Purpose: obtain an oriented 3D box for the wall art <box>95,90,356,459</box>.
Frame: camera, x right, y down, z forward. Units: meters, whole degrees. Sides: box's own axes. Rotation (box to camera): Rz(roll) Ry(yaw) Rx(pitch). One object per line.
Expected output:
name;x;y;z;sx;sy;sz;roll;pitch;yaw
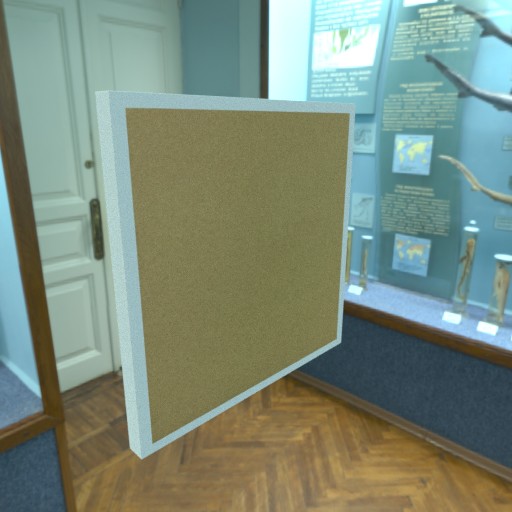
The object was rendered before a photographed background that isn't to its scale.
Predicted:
wall art;0.000;0.000;0.459;0.020;0.307;0.307;16;23;42
